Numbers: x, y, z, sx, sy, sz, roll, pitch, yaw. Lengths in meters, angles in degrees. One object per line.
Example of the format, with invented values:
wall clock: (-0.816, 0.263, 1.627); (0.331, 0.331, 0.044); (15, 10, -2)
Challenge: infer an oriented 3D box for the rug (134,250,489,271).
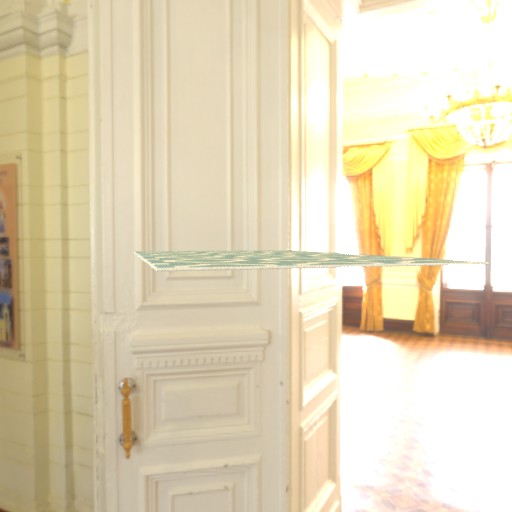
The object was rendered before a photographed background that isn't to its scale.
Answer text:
rug: (0.000, 0.000, 3.010); (1.528, 0.015, 2.443); (-1, 2, -17)
